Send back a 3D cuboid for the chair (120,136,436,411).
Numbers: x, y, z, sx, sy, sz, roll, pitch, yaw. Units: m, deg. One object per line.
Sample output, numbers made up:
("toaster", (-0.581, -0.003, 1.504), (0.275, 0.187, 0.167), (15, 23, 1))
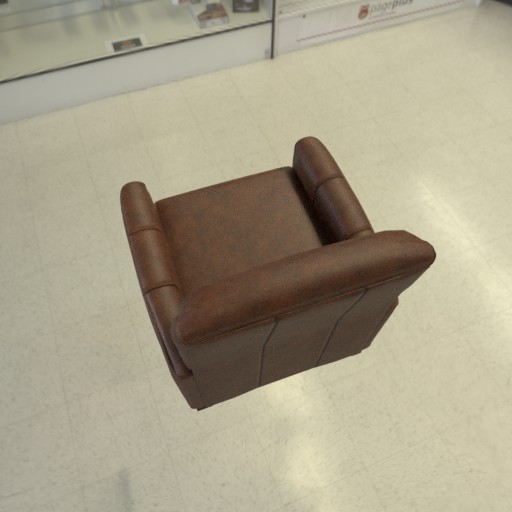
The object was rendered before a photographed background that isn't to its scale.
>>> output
("chair", (0.000, 0.000, 1.615), (0.839, 1.010, 0.850), (-17, 60, -10))
